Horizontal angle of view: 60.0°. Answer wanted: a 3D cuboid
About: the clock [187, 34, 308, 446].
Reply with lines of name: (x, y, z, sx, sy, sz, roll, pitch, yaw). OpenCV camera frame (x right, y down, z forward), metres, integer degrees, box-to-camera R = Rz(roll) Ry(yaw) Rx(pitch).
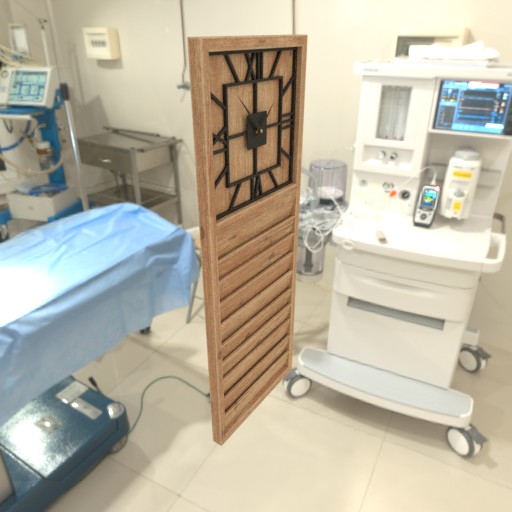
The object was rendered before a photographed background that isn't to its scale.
clock: (0.000, 0.000, 1.084, 0.030, 0.965, 0.361, 18, 32, 31)
